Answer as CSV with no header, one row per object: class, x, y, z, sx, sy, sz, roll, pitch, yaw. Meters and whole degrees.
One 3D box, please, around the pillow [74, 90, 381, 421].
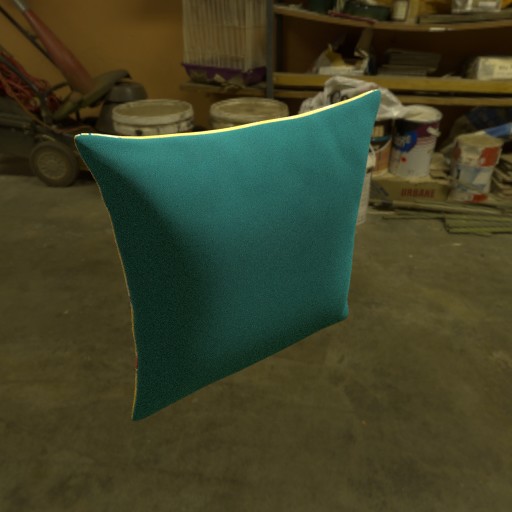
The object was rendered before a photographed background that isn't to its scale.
pillow,0.000,0.000,0.778,0.525,0.508,0.166,-19,36,-29
